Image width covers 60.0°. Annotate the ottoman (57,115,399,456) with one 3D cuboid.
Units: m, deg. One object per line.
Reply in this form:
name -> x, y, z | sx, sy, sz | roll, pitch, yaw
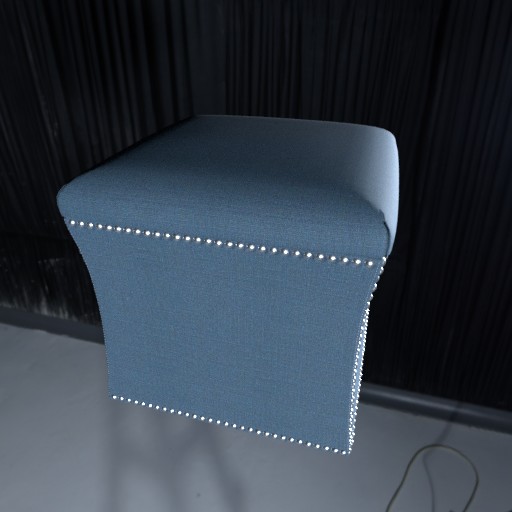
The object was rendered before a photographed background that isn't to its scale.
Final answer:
ottoman -> 0.000, 0.000, 0.889 | 0.497, 0.475, 0.507 | 8, 31, 14
